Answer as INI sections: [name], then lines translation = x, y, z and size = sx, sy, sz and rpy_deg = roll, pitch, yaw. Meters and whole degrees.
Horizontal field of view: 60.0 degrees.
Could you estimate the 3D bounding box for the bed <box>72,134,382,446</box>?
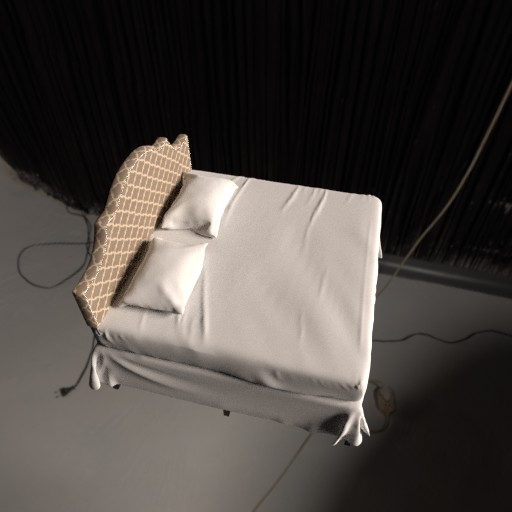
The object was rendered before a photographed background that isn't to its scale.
[bed]
translation = 0.000, 0.000, 3.670
size = 2.222, 1.601, 2.314
rpy_deg = 10, 47, 10
